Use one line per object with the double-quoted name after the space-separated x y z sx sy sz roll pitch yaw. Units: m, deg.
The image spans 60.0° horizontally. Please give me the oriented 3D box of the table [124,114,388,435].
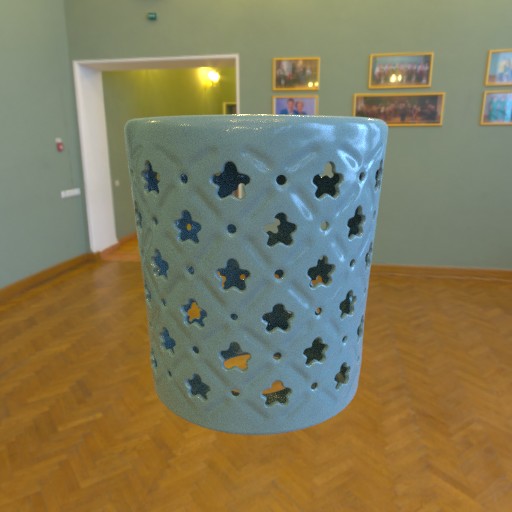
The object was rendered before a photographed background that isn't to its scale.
0.000 0.000 0.656 0.352 0.387 0.352 0 15 0 "table"
